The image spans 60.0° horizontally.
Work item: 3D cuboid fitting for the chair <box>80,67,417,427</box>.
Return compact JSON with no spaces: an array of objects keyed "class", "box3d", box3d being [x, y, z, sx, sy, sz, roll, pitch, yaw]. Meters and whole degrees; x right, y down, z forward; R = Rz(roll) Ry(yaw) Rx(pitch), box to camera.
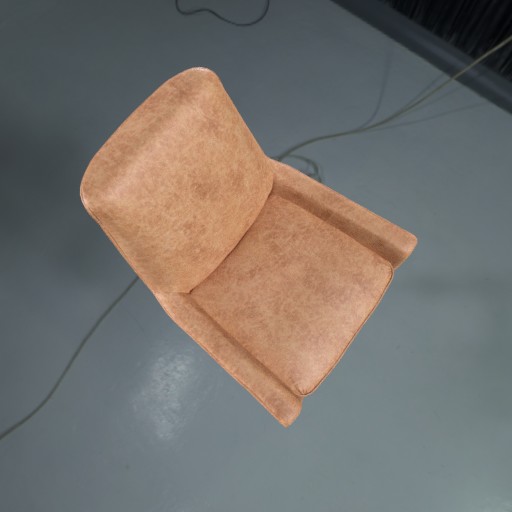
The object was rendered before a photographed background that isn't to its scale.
[{"class":"chair","box3d":[0.000,0.000,1.496,0.851,0.883,0.753,36,77,9]}]
